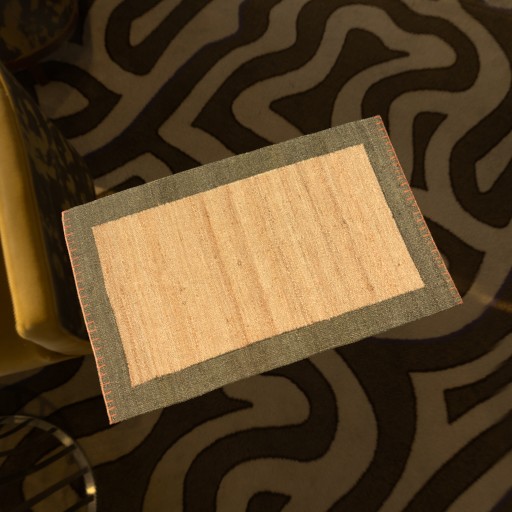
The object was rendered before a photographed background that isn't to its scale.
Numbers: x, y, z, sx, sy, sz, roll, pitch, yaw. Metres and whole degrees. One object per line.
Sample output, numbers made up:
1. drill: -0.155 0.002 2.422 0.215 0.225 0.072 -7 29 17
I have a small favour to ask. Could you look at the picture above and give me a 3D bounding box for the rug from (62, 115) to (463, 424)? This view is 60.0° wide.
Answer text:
1. rug: 0.000 0.000 3.040 2.435 0.006 1.521 -18 76 -4
